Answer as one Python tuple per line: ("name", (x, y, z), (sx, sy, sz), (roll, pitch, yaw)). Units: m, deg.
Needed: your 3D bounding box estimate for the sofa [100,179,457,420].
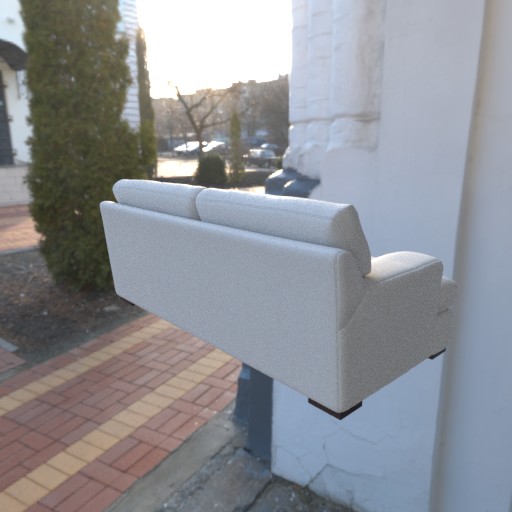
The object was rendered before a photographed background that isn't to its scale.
("sofa", (0.000, 0.000, 2.894), (1.143, 0.940, 2.261), (-12, 19, -41))
